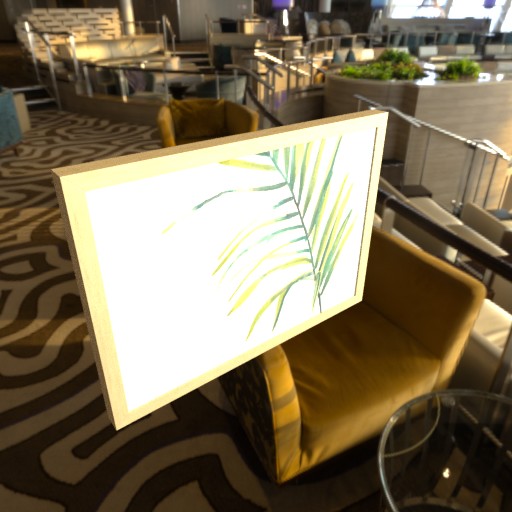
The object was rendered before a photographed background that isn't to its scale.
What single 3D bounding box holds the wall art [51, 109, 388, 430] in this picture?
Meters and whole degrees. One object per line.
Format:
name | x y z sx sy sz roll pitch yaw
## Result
wall art | 0.000 0.000 0.699 0.532 0.380 0.032 -21 35 -32
